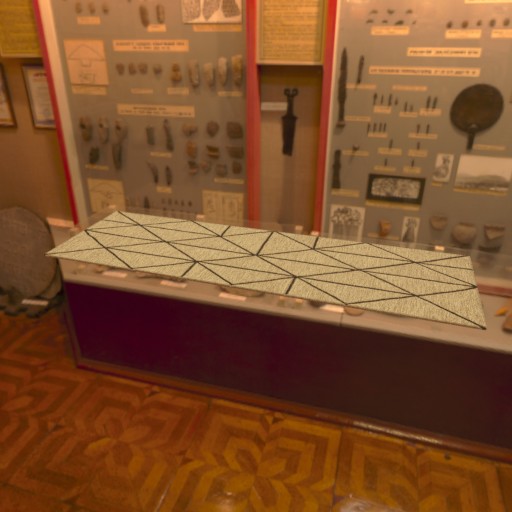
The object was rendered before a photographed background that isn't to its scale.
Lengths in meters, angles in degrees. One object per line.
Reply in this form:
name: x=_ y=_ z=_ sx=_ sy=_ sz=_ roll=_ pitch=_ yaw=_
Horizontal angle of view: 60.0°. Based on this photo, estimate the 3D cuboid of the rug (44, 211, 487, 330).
rug: x=0.000 y=0.000 z=2.655 sx=2.438 sy=0.012 sz=0.762 roll=8 pitch=28 yaw=16
